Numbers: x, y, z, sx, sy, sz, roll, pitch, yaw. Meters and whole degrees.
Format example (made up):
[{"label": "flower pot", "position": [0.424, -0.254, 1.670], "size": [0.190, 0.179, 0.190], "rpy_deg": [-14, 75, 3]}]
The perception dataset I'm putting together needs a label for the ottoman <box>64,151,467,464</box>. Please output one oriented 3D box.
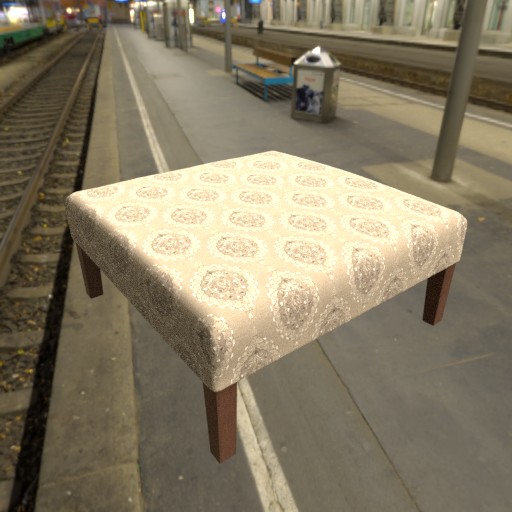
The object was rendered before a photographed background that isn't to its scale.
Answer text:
[{"label": "ottoman", "position": [0.000, 0.000, 1.427], "size": [0.889, 0.411, 0.890], "rpy_deg": [-20, 35, -32]}]
